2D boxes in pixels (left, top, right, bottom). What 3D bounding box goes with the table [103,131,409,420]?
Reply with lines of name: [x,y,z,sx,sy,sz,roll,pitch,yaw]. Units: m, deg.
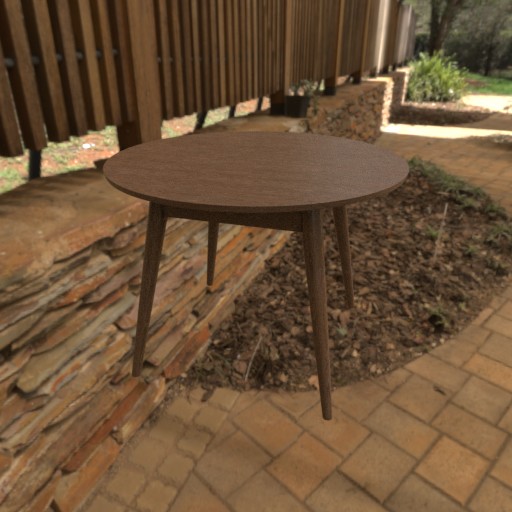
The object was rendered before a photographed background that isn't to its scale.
table: [0.000,0.000,1.767,1.053,0.786,1.053,0,26,0]
